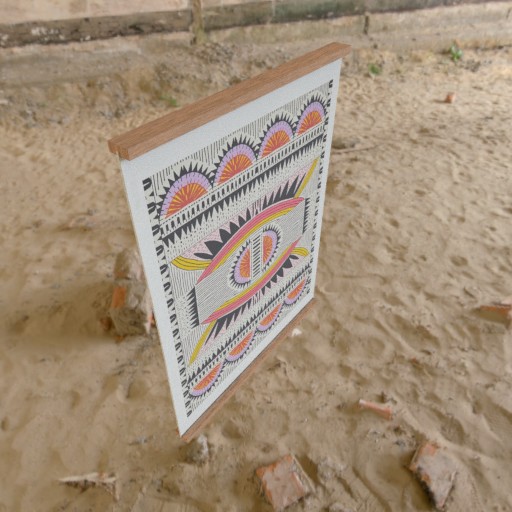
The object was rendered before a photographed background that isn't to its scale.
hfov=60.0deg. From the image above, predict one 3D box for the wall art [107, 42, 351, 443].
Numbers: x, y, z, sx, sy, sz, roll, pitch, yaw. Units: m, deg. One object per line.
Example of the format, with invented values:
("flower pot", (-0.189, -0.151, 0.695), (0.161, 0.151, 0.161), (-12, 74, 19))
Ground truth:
("wall art", (0.000, 0.000, 0.683), (0.028, 0.527, 0.403), (27, 47, 28))
